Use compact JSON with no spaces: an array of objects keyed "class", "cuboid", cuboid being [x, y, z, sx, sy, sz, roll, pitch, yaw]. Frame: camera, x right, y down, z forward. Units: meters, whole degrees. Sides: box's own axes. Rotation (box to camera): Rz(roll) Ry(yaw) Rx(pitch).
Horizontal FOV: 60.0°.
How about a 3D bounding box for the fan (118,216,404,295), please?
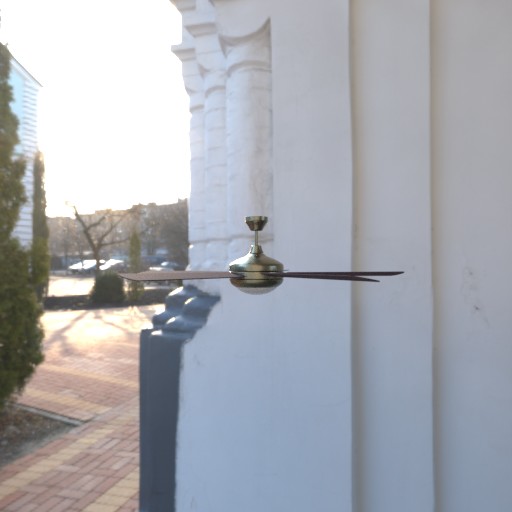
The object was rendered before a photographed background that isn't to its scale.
[{"class":"fan","cuboid":[0.000,0.000,2.030,1.321,0.356,1.321,-1,-1,35]}]
